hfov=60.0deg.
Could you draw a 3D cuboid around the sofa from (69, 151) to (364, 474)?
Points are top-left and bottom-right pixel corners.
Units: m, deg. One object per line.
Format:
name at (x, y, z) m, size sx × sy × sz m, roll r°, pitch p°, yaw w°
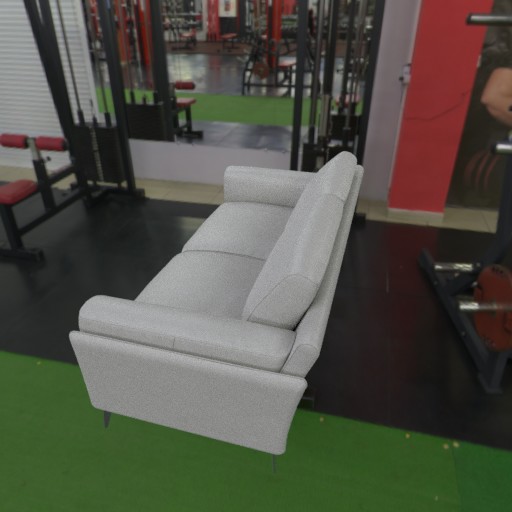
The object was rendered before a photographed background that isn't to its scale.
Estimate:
sofa at (0.000, 0.000, 2.635) m, size 1.049 × 0.930 × 2.101 m, roll 8°, pitch 31°, yaw 14°
